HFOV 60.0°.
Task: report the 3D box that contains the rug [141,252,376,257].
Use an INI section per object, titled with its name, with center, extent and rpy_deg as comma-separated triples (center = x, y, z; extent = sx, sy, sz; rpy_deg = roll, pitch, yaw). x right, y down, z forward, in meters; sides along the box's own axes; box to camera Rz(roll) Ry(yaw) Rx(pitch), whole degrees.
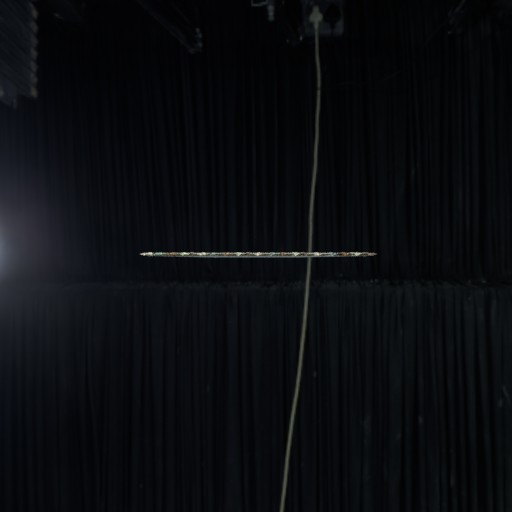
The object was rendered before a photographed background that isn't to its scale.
[rug]
center = 0.000, 0.000, 2.653
extent = 0.769, 0.013, 2.440
rpy_deg = 0, 0, 0
